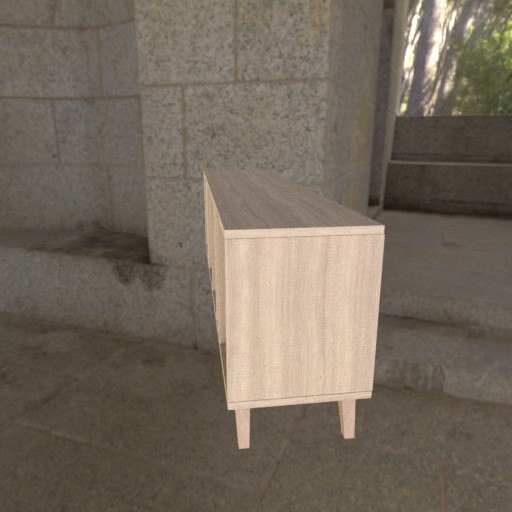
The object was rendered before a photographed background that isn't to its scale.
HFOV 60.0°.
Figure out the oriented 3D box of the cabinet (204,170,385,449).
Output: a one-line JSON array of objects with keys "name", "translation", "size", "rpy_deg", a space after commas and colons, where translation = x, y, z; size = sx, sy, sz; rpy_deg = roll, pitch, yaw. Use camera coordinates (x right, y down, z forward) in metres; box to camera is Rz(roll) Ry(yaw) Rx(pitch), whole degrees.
[{"name": "cabinet", "translation": [0.000, 0.000, 2.486], "size": [0.499, 0.779, 2.198], "rpy_deg": [-2, 16, -8]}]
